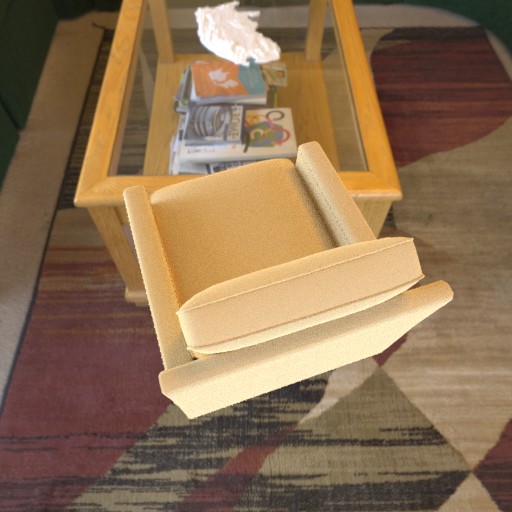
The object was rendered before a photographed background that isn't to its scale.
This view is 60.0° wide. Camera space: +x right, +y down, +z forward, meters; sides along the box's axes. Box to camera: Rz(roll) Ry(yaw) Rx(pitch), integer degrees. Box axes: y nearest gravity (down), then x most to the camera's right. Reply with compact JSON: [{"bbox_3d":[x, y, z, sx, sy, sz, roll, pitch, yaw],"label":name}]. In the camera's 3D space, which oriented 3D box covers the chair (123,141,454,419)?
[{"bbox_3d":[0.000,0.000,1.707,0.853,0.943,1.014,-16,59,-10],"label":"chair"}]
